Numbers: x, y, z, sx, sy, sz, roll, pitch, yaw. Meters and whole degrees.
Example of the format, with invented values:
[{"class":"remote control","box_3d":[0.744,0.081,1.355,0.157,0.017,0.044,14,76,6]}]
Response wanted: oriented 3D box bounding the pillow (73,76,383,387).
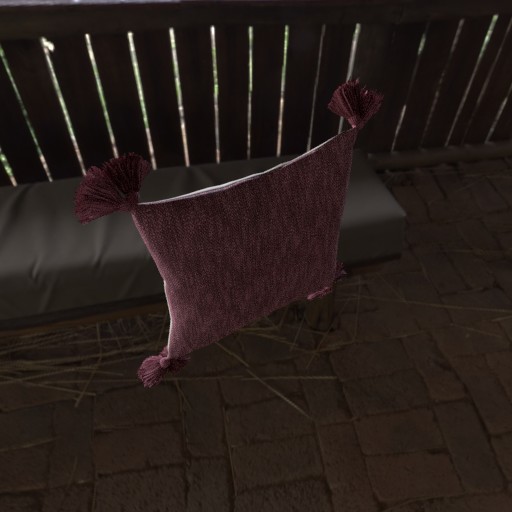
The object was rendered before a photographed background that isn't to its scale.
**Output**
[{"class":"pillow","box_3d":[0.000,0.000,0.965,0.641,0.659,0.138,-24,51,-21]}]
